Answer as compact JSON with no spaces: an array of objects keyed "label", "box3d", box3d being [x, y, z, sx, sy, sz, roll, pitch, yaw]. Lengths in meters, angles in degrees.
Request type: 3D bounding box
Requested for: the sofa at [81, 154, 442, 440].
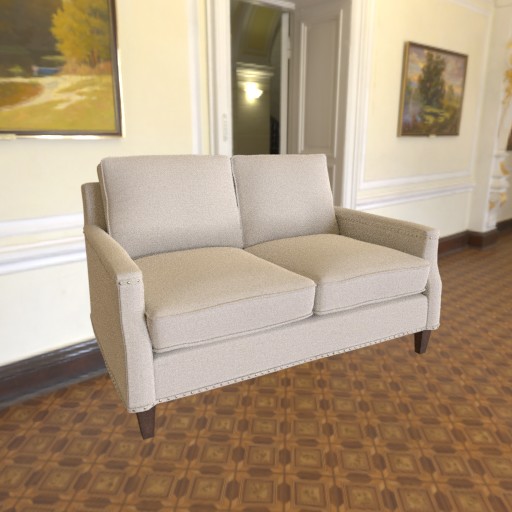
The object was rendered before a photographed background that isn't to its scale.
[{"label":"sofa","box3d":[0.000,0.000,2.277,1.597,1.003,1.084,-8,17,-27]}]
